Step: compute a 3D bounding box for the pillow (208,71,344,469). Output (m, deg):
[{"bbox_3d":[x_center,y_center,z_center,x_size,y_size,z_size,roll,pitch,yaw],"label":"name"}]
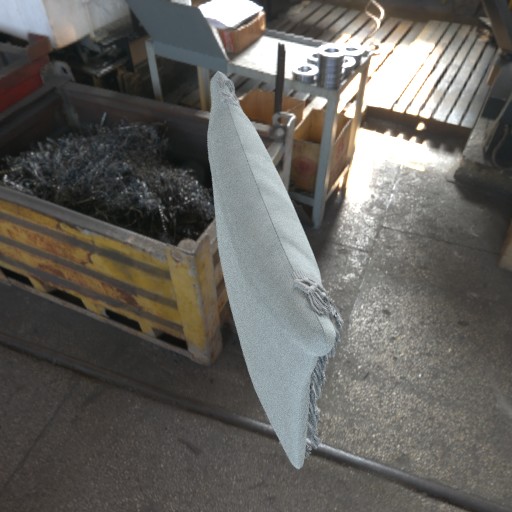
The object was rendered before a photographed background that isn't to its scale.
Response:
[{"bbox_3d":[0.000,0.000,0.592,0.084,0.305,0.466,-10,48,-9],"label":"pillow"}]
